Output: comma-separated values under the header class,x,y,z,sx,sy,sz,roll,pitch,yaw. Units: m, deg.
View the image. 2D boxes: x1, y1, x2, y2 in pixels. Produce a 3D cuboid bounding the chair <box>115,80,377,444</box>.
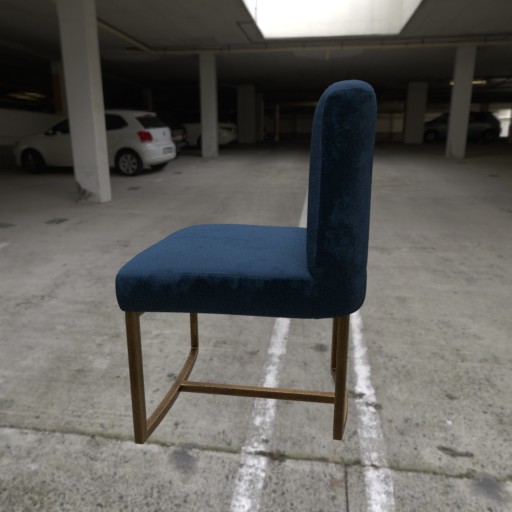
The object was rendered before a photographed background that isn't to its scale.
class,x,y,z,sx,sy,sz,roll,pitch,yaw
chair,0.000,0.000,1.163,0.560,0.824,0.530,2,14,8
